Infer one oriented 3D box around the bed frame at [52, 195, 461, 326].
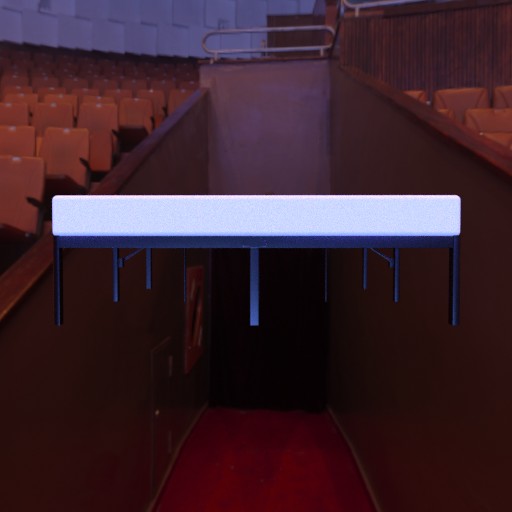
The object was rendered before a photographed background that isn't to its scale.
[{"bbox_3d":[0.000,0.000,3.205,2.079,0.659,1.963,0,1,0],"label":"bed frame"}]
